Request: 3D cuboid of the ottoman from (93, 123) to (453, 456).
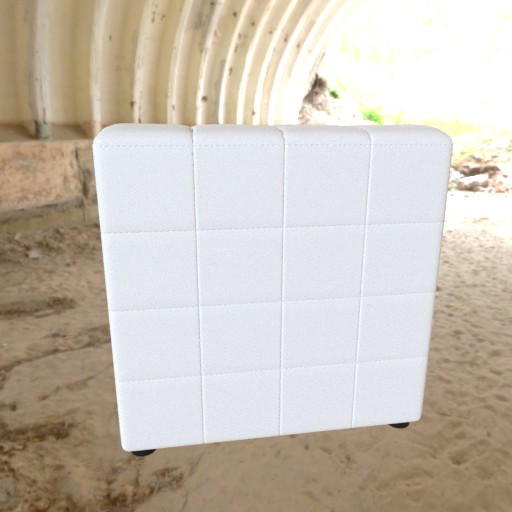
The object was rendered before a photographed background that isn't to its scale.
[{"bbox_3d":[0.000,0.000,0.759,0.425,0.432,0.425,-2,16,-9],"label":"ottoman"}]
